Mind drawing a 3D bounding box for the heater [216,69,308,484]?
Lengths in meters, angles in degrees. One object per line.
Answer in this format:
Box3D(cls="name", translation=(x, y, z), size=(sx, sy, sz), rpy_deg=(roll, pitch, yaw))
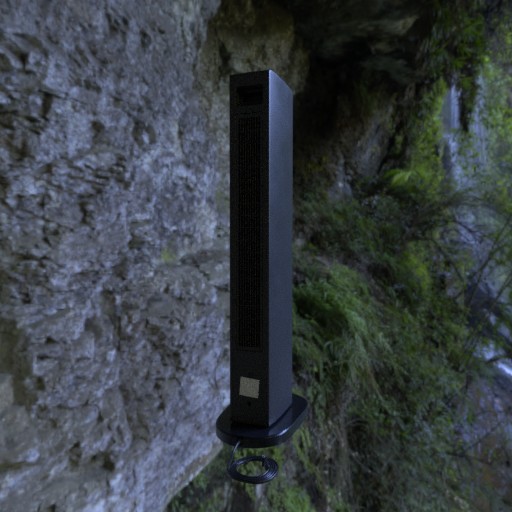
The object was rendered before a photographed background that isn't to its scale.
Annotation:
Box3D(cls="heater", translation=(0.000, 0.000, 1.052), size=(0.214, 0.856, 0.458), rpy_deg=(1, 2, 19))
